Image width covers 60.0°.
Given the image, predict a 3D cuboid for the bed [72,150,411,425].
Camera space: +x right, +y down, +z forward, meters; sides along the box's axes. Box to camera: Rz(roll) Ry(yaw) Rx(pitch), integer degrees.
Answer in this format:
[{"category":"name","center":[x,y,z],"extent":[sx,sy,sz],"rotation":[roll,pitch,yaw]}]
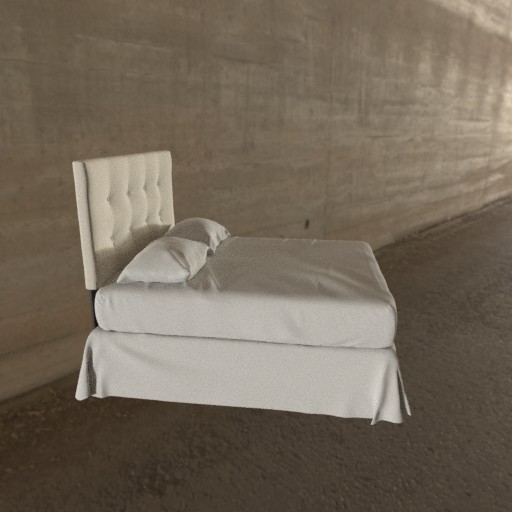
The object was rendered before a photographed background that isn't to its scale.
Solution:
[{"category":"bed","center":[0.000,0.000,3.545],"extent":[2.222,1.577,1.936],"rotation":[2,16,8]}]
